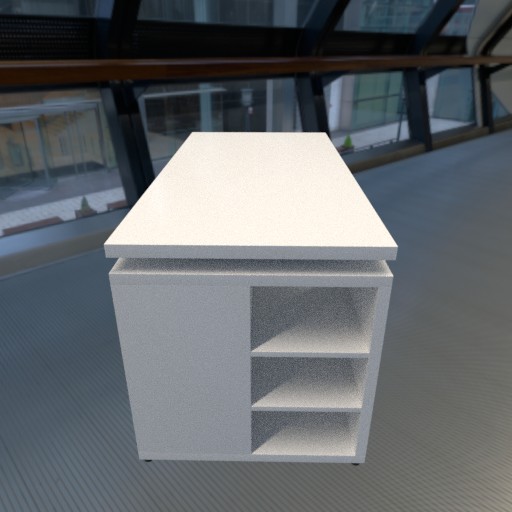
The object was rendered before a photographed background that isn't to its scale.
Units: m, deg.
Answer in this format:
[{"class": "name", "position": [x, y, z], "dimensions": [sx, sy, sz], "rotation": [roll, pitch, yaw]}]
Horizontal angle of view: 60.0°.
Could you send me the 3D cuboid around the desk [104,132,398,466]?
[{"class": "desk", "position": [0.000, 0.000, 1.829], "dimensions": [0.690, 0.740, 1.400], "rotation": [1, 26, 1]}]
